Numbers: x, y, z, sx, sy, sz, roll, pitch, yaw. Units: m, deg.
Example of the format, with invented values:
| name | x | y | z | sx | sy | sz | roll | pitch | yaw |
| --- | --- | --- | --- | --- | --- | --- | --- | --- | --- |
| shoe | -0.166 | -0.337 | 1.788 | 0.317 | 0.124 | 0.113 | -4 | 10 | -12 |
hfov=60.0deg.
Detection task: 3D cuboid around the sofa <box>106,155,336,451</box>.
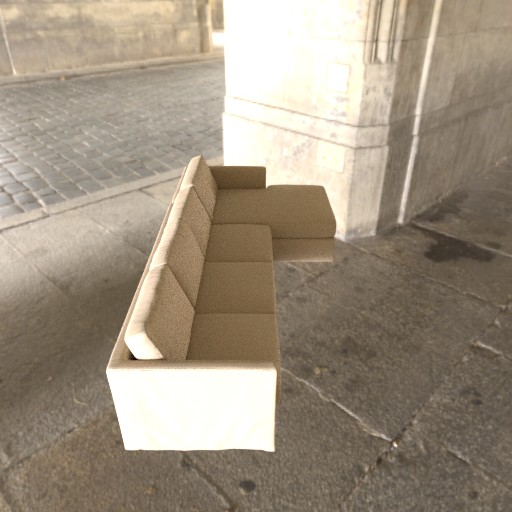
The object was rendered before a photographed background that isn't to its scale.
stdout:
| name | x | y | z | sx | sy | sz | roll | pitch | yaw |
| --- | --- | --- | --- | --- | --- | --- | --- | --- | --- |
| sofa | 0.000 | 0.000 | 3.849 | 1.622 | 0.871 | 3.206 | 0 | 31 | 0 |
